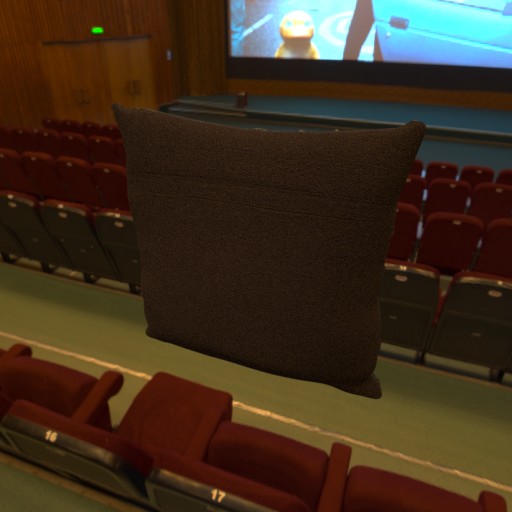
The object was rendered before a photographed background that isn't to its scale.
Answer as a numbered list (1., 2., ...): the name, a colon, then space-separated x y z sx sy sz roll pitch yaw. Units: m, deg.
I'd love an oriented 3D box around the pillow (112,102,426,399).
1. pillow: 0.000 0.000 0.680 0.439 0.440 0.183 10 32 17
